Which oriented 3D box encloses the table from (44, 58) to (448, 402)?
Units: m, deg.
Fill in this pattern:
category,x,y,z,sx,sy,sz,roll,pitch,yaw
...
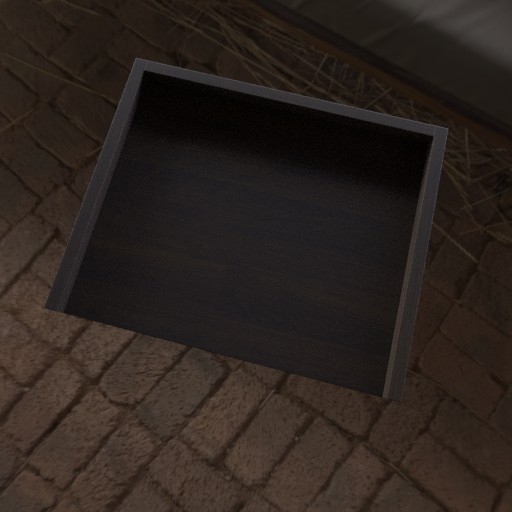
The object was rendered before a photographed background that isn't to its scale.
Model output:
category,x,y,z,sx,sy,sz,roll,pitch,yaw
table,0.000,0.000,0.808,0.450,0.470,0.370,14,77,3
